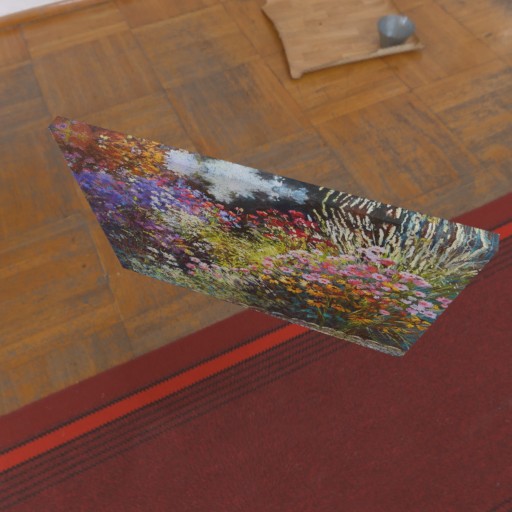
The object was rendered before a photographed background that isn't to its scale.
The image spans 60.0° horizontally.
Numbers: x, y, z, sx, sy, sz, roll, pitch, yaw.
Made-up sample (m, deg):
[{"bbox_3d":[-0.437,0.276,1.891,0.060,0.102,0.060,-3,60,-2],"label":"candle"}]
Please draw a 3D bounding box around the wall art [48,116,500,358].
[{"bbox_3d":[0.000,0.000,1.118,0.908,0.604,0.037,17,61,10],"label":"wall art"}]
